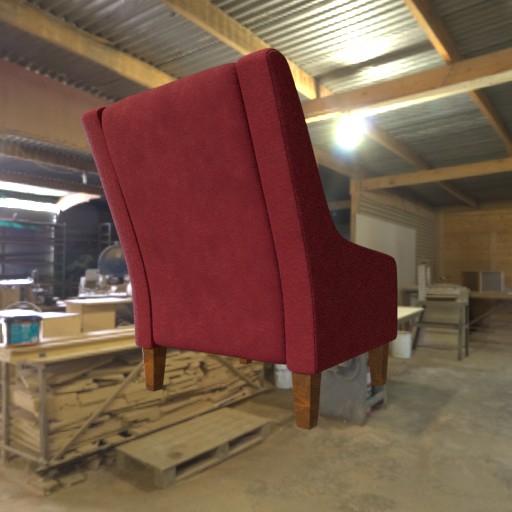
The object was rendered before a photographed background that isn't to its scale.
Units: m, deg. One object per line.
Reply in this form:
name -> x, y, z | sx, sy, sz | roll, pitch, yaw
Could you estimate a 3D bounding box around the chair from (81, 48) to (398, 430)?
chair -> 0.000, 0.000, 1.667 | 0.793, 1.017, 0.985 | -1, -2, 36
